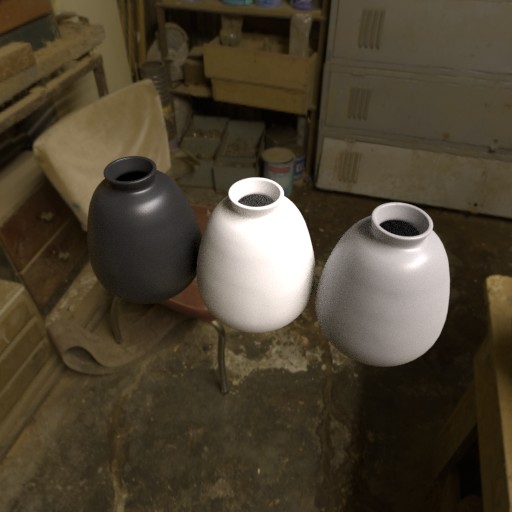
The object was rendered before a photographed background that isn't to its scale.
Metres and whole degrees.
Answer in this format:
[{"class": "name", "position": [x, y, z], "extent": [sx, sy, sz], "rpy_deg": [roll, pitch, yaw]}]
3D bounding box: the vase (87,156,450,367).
[{"class": "vase", "position": [0.000, 0.000, 0.353], "extent": [0.297, 0.122, 0.097], "rpy_deg": [12, 44, 13]}]
